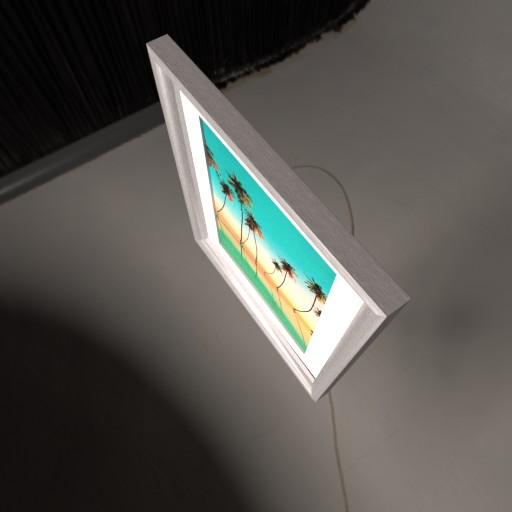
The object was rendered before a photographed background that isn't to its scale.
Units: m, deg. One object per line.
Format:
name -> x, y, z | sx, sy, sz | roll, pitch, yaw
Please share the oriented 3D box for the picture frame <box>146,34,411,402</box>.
picture frame -> 0.000, 0.000, 0.527 | 0.027, 0.378, 0.327 | -32, 68, -15
